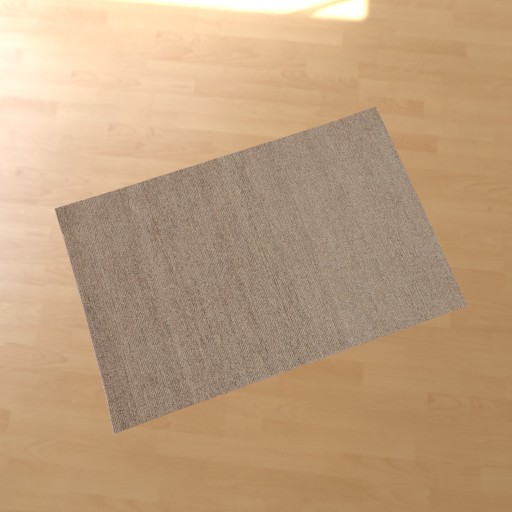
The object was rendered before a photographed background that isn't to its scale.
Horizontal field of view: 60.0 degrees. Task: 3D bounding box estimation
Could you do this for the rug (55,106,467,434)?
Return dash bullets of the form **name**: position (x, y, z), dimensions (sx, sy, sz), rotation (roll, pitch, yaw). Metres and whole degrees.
- **rug**: position (0.000, 0.000, 2.216), dimensions (1.792, 0.021, 1.154), rotation (-19, 77, -4)
